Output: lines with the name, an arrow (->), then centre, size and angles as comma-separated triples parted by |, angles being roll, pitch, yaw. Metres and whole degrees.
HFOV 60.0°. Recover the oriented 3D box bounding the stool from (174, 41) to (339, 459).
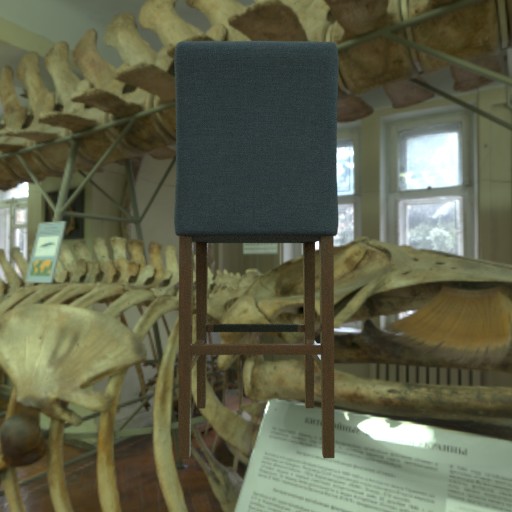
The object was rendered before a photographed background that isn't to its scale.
stool -> 0.000, 0.000, 1.366 | 0.470, 1.078, 0.577 | 0, -1, 0
